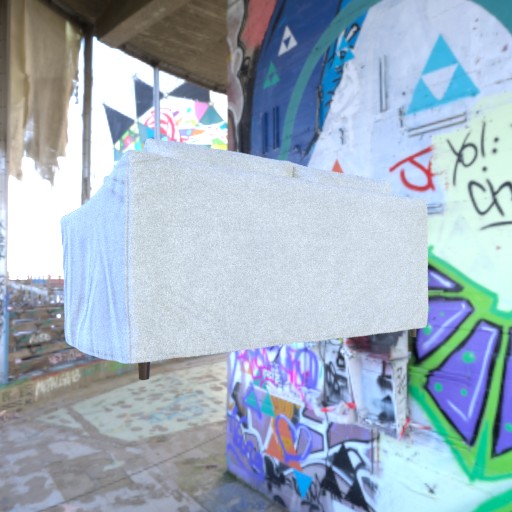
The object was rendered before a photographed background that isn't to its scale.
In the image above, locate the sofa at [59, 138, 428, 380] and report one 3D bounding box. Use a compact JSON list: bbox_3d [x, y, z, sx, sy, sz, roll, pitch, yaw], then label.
[{"bbox_3d":[0.000,0.000,2.650,2.010,1.018,1.072,1,-2,-37],"label":"sofa"}]
